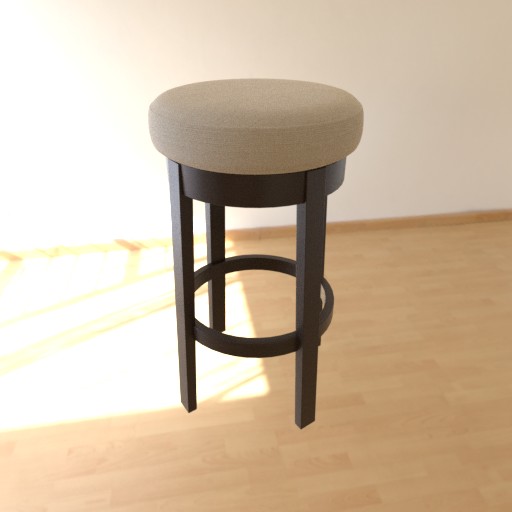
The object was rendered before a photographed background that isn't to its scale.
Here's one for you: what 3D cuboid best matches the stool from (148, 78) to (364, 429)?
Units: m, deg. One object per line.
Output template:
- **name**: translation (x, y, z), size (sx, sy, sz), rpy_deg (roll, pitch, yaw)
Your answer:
- **stool**: translation (0.000, 0.000, 1.059), size (0.446, 0.758, 0.446), rpy_deg (0, 30, 0)
